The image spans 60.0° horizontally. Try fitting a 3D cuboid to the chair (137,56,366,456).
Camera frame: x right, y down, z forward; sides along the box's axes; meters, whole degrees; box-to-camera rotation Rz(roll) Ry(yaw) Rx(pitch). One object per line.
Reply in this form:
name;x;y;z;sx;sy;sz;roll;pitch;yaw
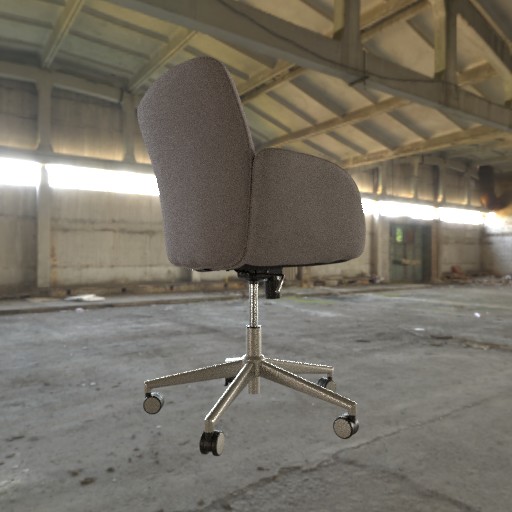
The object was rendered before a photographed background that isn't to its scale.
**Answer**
chair;0.000;0.000;1.366;0.654;0.959;0.648;0;-1;-35
